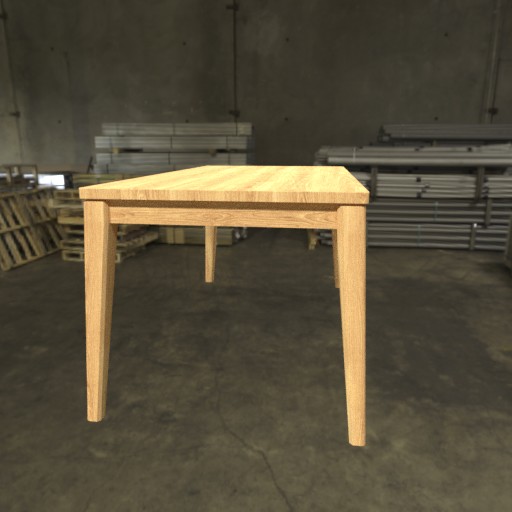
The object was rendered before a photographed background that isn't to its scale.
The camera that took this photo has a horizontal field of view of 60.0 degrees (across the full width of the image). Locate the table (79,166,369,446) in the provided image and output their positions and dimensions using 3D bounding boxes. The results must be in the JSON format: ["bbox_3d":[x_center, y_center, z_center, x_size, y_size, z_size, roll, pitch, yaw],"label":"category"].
[{"bbox_3d":[0.000,0.000,2.076,0.900,0.760,1.600,2,14,8],"label":"table"}]
